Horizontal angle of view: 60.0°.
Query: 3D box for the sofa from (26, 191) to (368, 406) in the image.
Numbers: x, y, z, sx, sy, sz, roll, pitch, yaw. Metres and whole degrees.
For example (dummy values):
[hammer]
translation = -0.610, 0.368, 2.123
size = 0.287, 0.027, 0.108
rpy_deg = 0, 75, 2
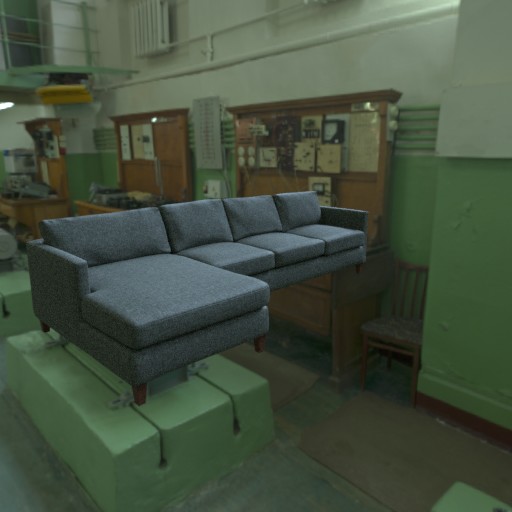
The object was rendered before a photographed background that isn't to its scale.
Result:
[sofa]
translation = 0.000, 0.000, 4.098
size = 3.485, 0.960, 1.635
rpy_deg = -13, 19, -43
